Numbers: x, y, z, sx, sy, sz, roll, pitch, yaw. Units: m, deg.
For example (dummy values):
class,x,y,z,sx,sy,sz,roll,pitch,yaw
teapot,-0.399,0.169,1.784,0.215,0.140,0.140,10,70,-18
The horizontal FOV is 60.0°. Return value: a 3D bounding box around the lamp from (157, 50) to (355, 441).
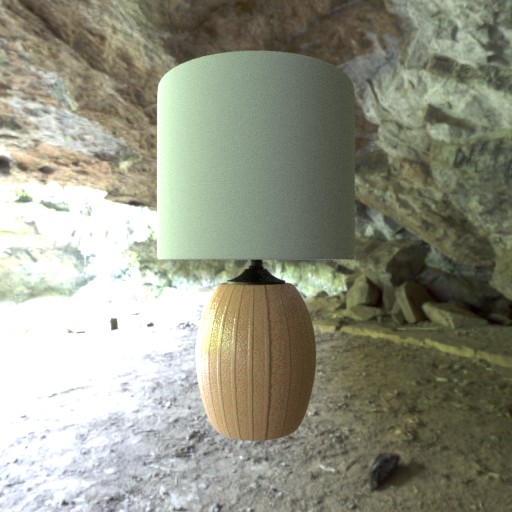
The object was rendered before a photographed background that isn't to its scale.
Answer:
class,x,y,z,sx,sy,sz,roll,pitch,yaw
lamp,0.000,0.000,0.754,0.329,0.570,0.329,0,-1,0
